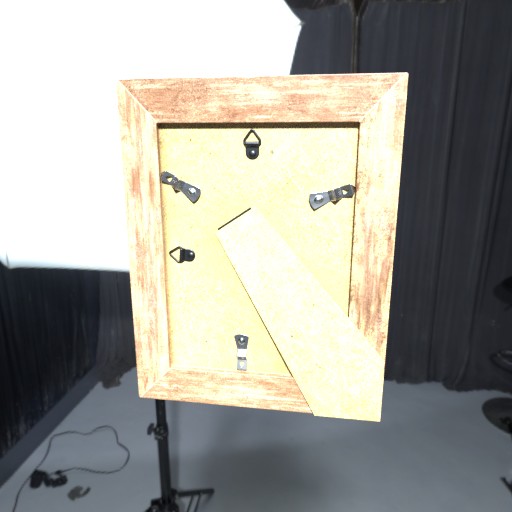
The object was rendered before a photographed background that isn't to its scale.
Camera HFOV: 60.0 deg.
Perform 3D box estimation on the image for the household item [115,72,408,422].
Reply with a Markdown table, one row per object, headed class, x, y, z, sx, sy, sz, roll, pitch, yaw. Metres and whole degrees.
| class | x | y | z | sx | sy | sz | roll | pitch | yaw |
| --- | --- | --- | --- | --- | --- | --- | --- | --- | --- |
| household item | 0.000 | 0.000 | 0.314 | 0.186 | 0.237 | 0.018 | 2 | 15 | 9 |
